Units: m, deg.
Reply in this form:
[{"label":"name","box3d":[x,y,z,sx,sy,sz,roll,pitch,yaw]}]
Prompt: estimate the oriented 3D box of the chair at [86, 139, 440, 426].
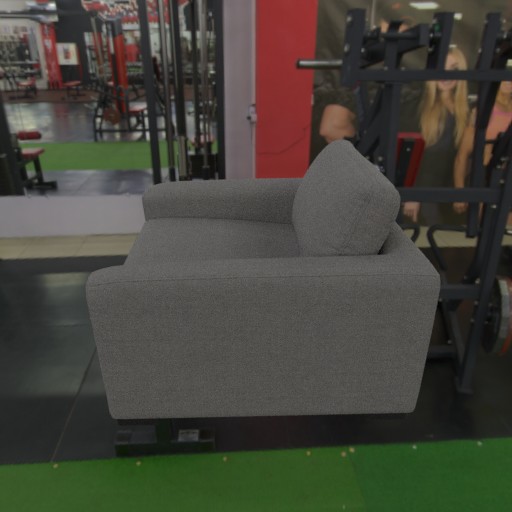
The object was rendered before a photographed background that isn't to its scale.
[{"label":"chair","box3d":[0.000,0.000,1.869,1.100,0.847,1.070,-1,25,-2]}]
